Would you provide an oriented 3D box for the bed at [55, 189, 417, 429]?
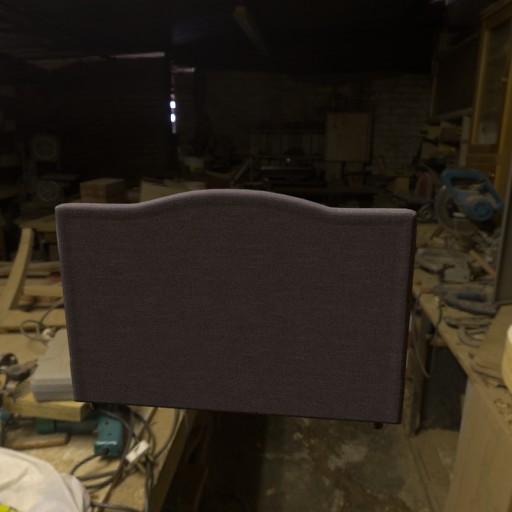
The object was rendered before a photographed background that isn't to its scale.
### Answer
[{"bbox_3d":[0.000,0.000,3.898,2.161,1.457,2.689,2,15,6],"label":"bed"}]
